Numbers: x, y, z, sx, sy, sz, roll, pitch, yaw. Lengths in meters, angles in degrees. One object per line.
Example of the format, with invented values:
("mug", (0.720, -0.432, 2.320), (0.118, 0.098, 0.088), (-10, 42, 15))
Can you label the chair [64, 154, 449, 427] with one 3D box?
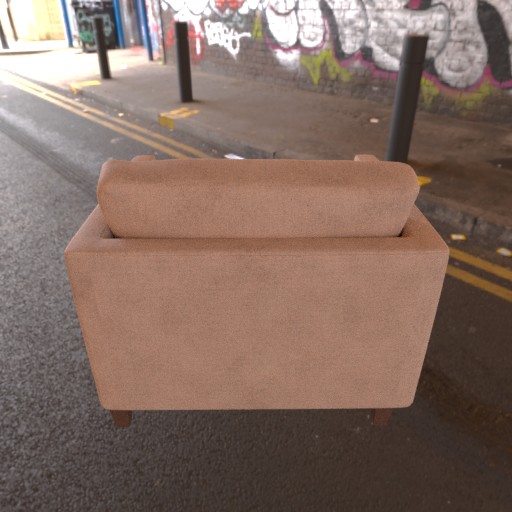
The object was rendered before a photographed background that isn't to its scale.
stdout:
("chair", (0.000, 0.000, 1.790), (1.133, 0.961, 0.959), (0, 30, 0))
